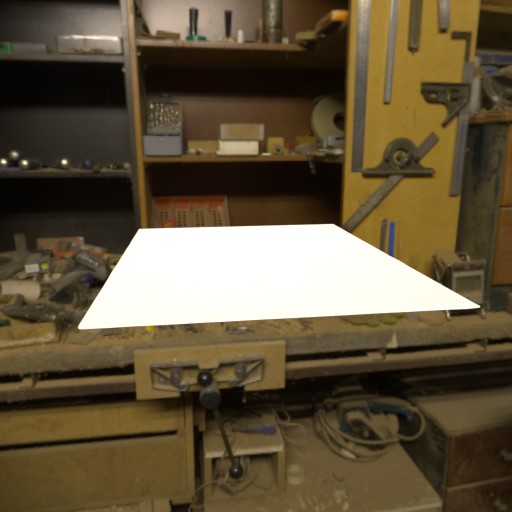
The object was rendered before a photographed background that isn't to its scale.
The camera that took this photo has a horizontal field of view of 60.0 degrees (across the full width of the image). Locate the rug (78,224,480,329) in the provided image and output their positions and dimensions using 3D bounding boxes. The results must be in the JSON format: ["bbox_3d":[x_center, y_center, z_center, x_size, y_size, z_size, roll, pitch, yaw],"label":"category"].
[{"bbox_3d":[0.000,0.000,4.053,2.423,0.019,3.009,-2,14,-8],"label":"rug"}]
